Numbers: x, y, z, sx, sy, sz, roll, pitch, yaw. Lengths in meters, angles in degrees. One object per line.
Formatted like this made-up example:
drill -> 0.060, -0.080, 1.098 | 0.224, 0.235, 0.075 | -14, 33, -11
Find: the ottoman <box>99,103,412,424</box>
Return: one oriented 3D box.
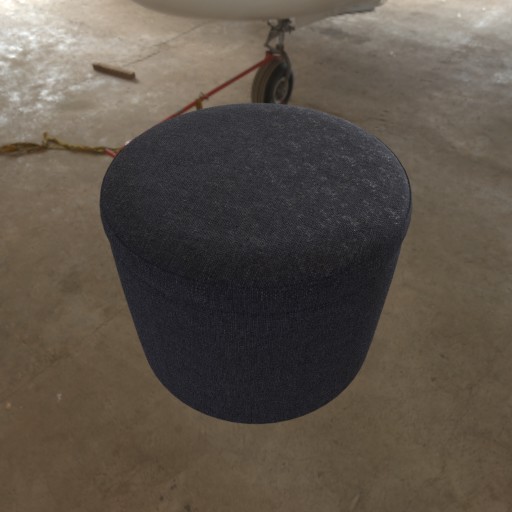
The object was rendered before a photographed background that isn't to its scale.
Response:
ottoman -> 0.000, 0.000, 0.880 | 0.520, 0.430, 0.520 | 0, 45, 0
